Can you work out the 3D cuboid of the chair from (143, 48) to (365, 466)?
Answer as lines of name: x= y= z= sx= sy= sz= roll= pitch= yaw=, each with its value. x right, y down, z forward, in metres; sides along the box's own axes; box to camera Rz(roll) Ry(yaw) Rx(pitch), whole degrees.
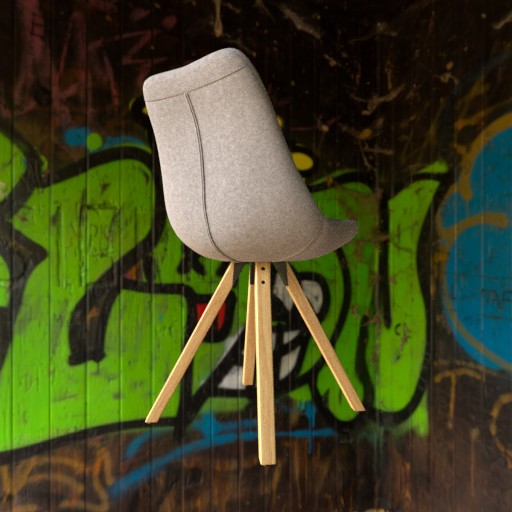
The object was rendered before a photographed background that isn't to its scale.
chair: x=0.000 y=0.000 z=1.198 sx=0.483 sy=0.865 sz=0.550 roll=0 pitch=0 yaw=38
